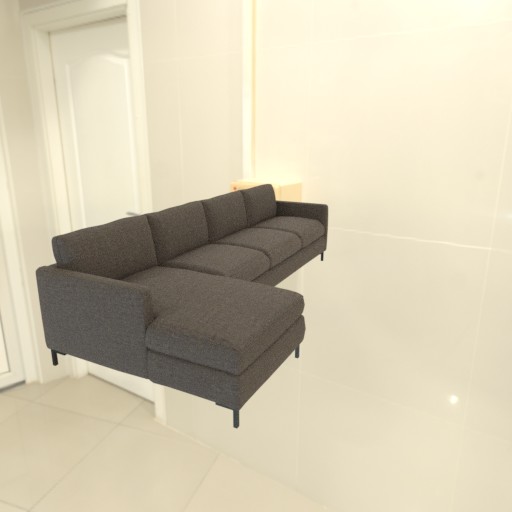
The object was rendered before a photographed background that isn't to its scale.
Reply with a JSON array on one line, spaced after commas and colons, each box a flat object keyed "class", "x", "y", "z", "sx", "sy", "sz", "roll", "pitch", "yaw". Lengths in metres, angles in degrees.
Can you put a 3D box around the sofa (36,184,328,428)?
[{"class": "sofa", "x": 0.000, "y": 0.000, "z": 3.241, "sx": 1.258, "sy": 0.754, "sz": 2.731, "roll": 8, "pitch": 18, "yaw": 26}]
